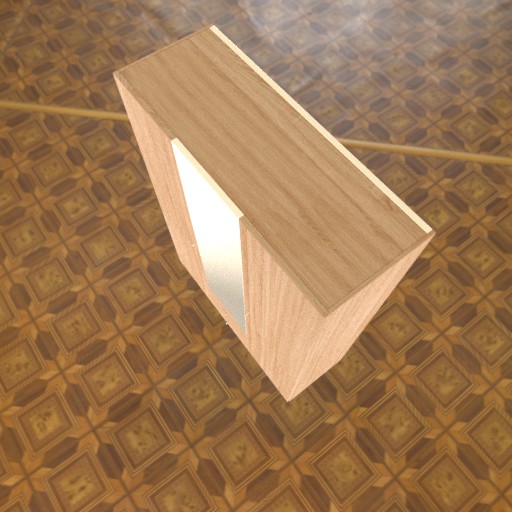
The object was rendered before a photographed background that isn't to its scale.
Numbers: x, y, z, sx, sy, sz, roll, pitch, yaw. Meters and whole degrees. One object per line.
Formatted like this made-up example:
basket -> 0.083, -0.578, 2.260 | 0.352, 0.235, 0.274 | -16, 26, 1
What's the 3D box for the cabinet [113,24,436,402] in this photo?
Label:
cabinet -> 0.000, 0.000, 2.828 | 0.590, 2.120, 1.500 | -34, 69, -15
